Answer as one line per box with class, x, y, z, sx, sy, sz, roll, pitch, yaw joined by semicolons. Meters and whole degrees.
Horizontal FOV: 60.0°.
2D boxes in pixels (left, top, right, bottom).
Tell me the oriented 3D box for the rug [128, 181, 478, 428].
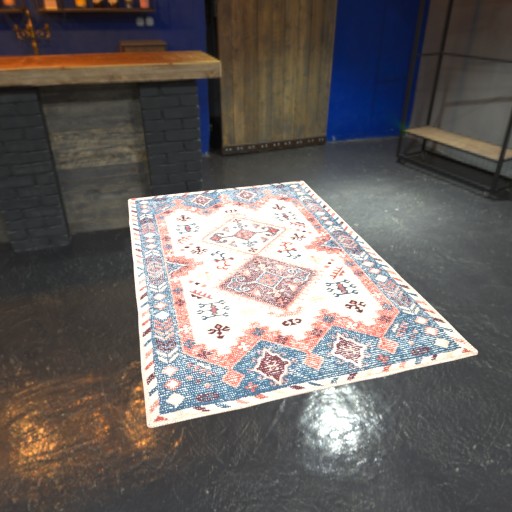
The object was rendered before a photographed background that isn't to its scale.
rug;0.000;0.000;2.273;1.225;0.015;1.840;-8;32;-14
